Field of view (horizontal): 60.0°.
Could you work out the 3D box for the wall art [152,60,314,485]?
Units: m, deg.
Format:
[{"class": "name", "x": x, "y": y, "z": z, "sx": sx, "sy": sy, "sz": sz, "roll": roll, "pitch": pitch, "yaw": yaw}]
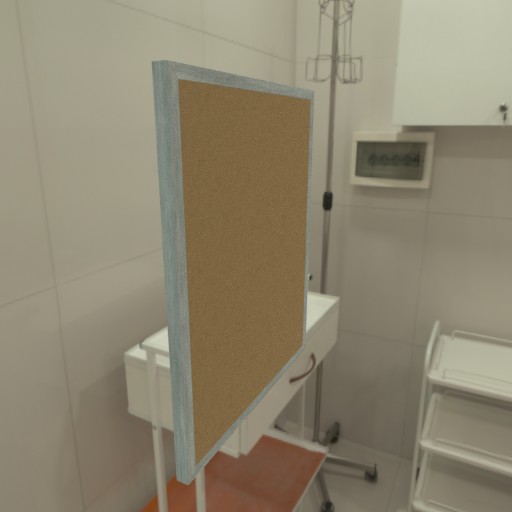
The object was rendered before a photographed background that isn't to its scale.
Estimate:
[{"class": "wall art", "x": 0.000, "y": 0.000, "z": 0.785, "sx": 0.022, "sy": 0.582, "sz": 0.479, "roll": 8, "pitch": 18, "yaw": 26}]
